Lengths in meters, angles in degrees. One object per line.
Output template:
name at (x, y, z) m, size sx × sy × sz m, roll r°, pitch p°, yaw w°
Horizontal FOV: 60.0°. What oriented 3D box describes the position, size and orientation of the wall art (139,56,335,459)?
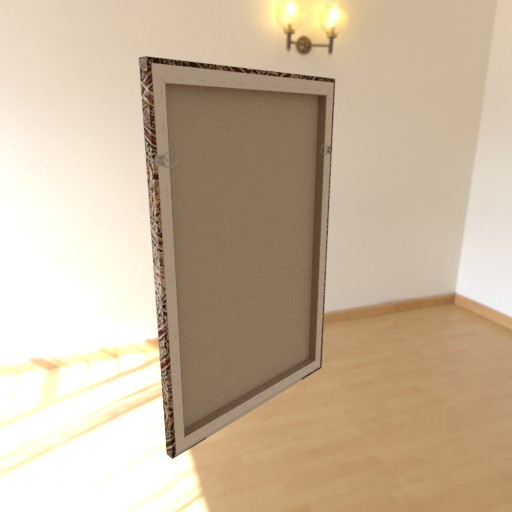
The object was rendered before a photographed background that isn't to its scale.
wall art at (0.000, 0.000, 0.770) m, size 0.397 × 0.599 × 0.020 m, roll -16°, pitch 23°, yaw -43°
